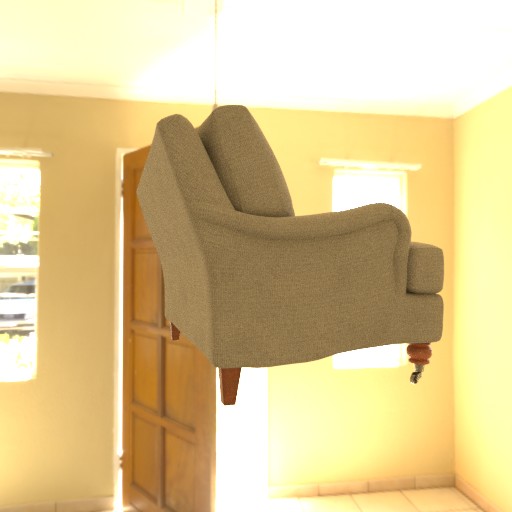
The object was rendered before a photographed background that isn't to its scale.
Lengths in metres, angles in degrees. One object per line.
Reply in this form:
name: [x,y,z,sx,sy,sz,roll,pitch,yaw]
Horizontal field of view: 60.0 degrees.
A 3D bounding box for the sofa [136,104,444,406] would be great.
sofa: [0.000,0.000,2.185,1.087,0.999,1.480,0,-1,-18]
